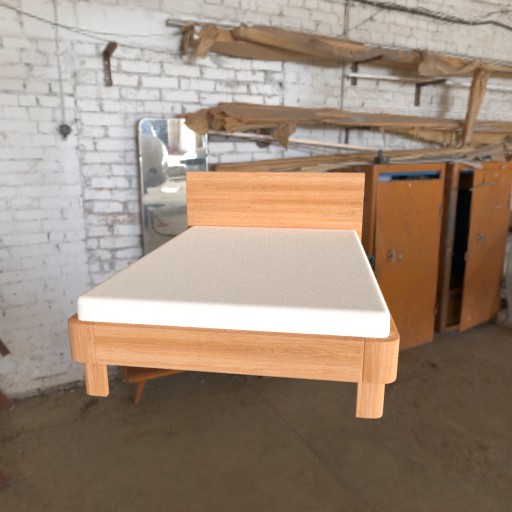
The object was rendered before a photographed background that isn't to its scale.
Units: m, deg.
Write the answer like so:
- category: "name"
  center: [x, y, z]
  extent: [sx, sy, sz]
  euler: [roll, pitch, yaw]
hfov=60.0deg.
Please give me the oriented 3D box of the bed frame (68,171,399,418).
- category: "bed frame"
  center: [0.000, 0.000, 2.807]
  extent: [1.472, 0.940, 1.992]
  euler: [2, 14, 8]
